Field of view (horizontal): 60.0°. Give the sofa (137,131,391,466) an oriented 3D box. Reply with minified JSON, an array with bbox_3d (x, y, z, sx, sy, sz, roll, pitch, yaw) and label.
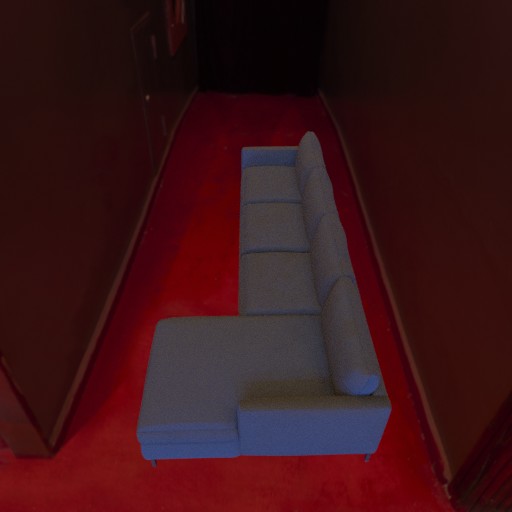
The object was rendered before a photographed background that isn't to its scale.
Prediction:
[{"bbox_3d":[0.000,0.000,3.215,1.255,0.756,2.725,-1,41,-1],"label":"sofa"}]
